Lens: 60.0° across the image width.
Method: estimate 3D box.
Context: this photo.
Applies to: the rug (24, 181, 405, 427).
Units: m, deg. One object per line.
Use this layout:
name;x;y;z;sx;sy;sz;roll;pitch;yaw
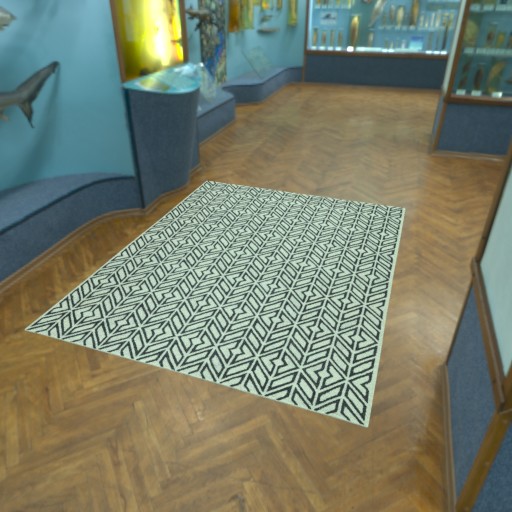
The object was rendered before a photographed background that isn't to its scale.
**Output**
rug;0.000;0.000;4.038;2.421;0.008;3.045;11;33;17
